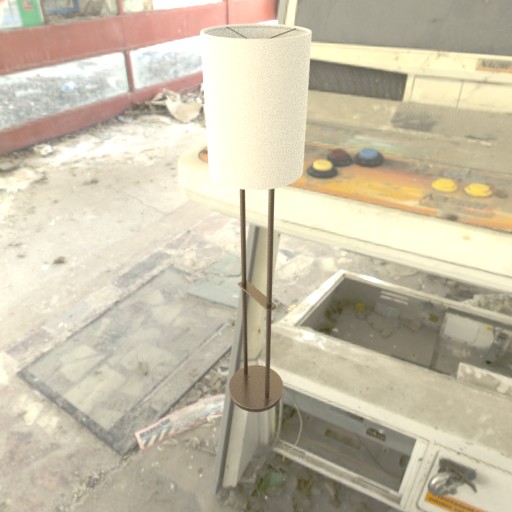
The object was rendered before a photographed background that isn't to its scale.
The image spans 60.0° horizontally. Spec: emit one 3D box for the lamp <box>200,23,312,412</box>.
[{"bbox_3d":[0.000,0.000,1.642,0.305,1.500,0.306,-22,40,-29],"label":"lamp"}]
